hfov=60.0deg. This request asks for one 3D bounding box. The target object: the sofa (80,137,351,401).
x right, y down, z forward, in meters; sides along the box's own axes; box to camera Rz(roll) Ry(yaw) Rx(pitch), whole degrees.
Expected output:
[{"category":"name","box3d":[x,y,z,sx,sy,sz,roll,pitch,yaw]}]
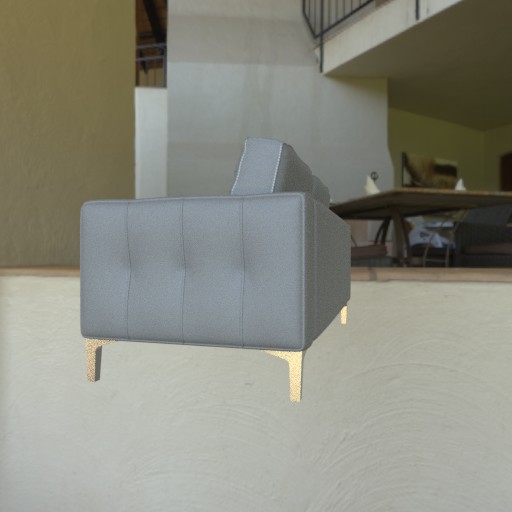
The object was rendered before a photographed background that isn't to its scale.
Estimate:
[{"category":"sofa","box3d":[0.000,0.000,2.262,0.833,0.893,1.726,0,0,16]}]
